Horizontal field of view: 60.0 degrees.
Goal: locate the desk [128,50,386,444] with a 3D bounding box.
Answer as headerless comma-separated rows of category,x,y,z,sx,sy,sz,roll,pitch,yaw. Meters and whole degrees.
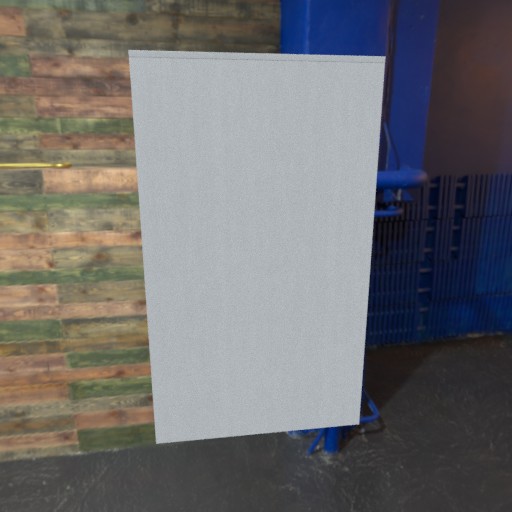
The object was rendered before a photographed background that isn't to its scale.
desk,0.000,0.000,1.568,0.750,1.280,0.250,-2,16,-8
